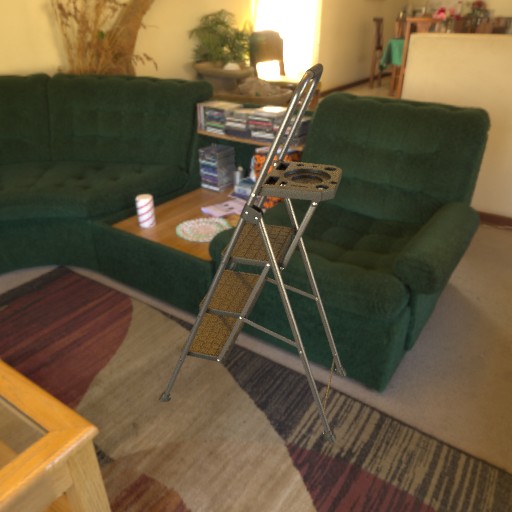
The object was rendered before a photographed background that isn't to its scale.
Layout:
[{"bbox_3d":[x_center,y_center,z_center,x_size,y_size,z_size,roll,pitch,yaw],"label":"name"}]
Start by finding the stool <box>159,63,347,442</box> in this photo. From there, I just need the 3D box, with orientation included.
[{"bbox_3d":[0.000,0.000,1.599,0.733,1.277,0.396,8,30,14],"label":"stool"}]
